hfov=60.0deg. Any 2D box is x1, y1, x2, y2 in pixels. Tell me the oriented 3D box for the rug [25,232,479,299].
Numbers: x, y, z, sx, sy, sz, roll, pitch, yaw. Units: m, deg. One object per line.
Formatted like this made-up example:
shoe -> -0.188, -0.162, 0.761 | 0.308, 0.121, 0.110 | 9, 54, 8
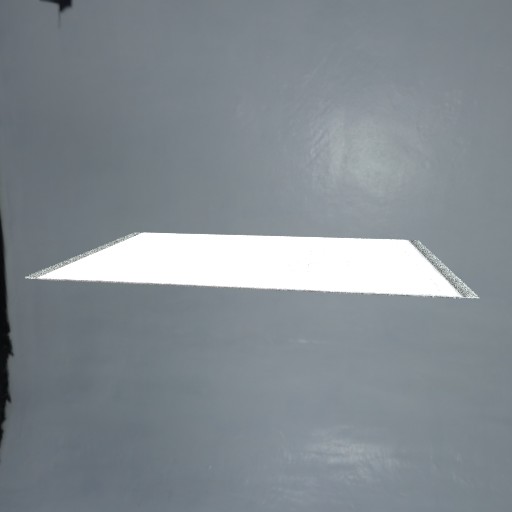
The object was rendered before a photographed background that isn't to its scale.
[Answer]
rug -> 0.000, 0.000, 3.066 | 2.440, 0.010, 1.528 | 2, 13, 9
